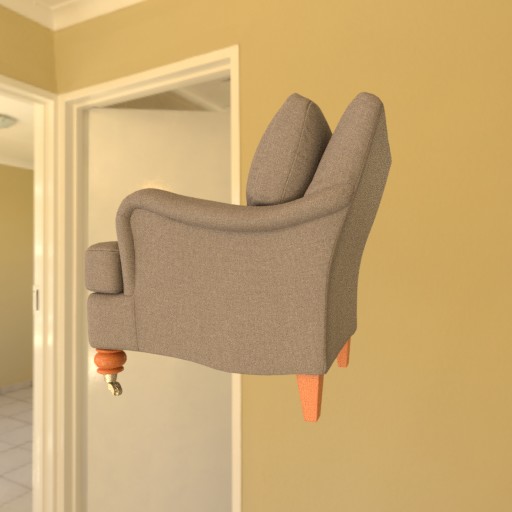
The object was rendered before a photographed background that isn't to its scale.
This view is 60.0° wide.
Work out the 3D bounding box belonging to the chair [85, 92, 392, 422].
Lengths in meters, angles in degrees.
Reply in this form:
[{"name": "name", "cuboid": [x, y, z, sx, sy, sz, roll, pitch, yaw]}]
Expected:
[{"name": "chair", "cuboid": [0.000, 0.000, 1.859, 1.070, 1.038, 0.955, 0, 0, 19]}]
